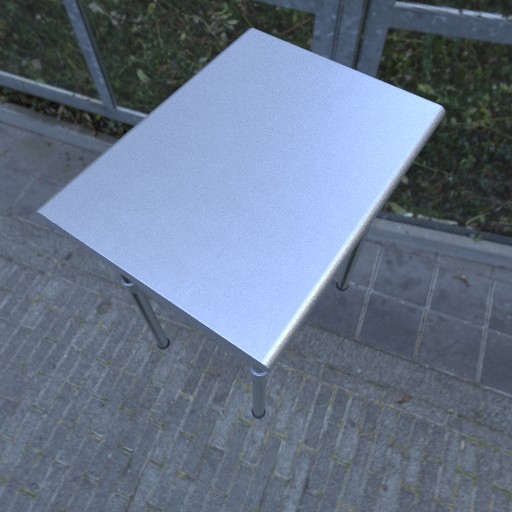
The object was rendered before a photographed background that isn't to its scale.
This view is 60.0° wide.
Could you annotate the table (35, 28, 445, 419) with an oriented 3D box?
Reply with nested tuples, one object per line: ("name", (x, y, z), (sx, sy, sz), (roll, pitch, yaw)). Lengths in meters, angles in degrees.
("table", (0.000, 0.000, 1.354), (0.584, 0.876, 0.762), (31, 64, 17))
